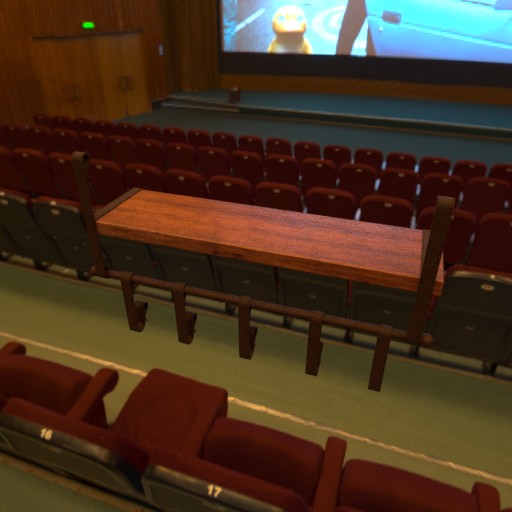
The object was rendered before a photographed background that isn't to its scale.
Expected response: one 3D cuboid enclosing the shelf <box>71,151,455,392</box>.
[{"bbox_3d":[0.000,0.000,0.724,0.567,0.330,0.146,10,32,16],"label":"shelf"}]
